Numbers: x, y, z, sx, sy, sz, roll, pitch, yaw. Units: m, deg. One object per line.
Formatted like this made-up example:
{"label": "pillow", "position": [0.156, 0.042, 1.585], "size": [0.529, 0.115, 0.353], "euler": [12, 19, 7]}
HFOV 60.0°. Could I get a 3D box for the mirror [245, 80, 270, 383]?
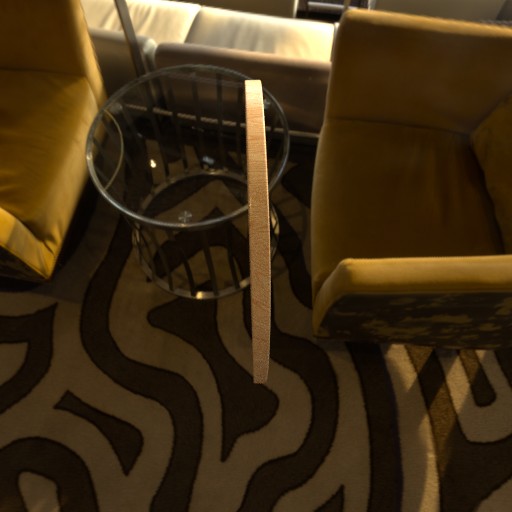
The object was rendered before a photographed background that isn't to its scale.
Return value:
{"label": "mirror", "position": [0.000, 0.000, 1.364], "size": [0.037, 1.075, 0.724], "euler": [-2, 64, -1]}
